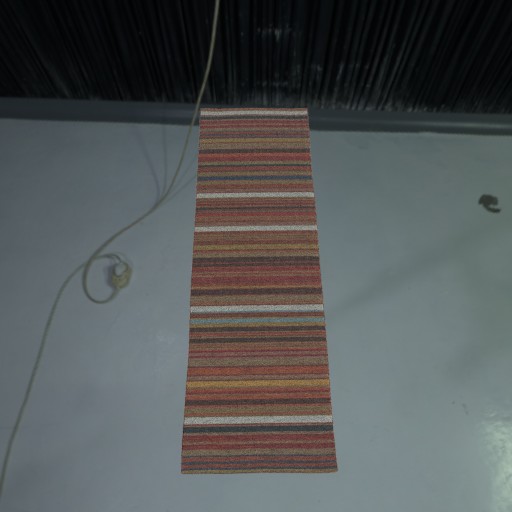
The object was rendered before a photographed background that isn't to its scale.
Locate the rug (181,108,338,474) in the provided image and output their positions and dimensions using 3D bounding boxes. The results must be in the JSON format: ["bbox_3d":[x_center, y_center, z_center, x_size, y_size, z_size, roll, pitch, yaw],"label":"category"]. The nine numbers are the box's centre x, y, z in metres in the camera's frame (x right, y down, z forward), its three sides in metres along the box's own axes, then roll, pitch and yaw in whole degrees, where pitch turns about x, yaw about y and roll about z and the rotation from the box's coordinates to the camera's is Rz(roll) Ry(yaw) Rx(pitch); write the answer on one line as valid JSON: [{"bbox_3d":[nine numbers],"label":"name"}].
[{"bbox_3d":[0.000,0.000,2.768,0.799,0.030,2.444,-1,64,0],"label":"rug"}]
